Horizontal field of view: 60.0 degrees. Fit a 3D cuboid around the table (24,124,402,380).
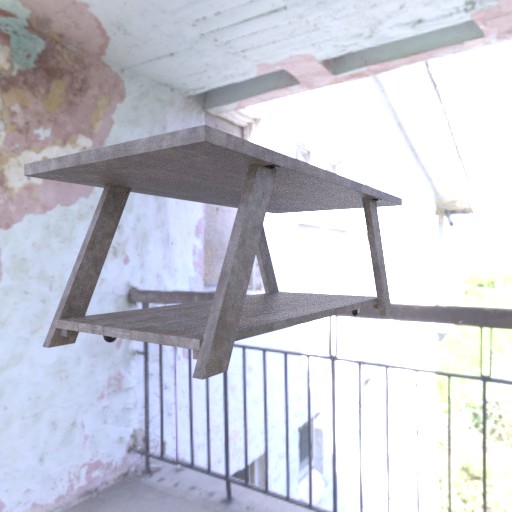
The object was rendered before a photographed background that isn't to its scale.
[{"bbox_3d":[0.000,0.000,1.469,0.610,0.470,1.219,0,0,34],"label":"table"}]
